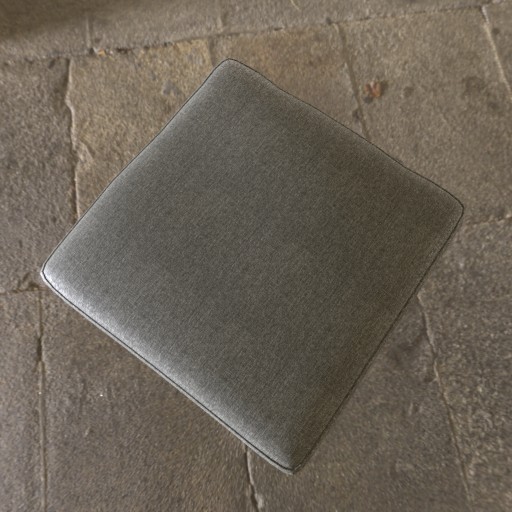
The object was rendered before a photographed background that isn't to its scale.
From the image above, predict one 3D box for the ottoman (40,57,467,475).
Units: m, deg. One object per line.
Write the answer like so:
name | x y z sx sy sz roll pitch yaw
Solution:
ottoman | 0.000 0.000 1.327 0.838 0.481 0.838 35 78 9
